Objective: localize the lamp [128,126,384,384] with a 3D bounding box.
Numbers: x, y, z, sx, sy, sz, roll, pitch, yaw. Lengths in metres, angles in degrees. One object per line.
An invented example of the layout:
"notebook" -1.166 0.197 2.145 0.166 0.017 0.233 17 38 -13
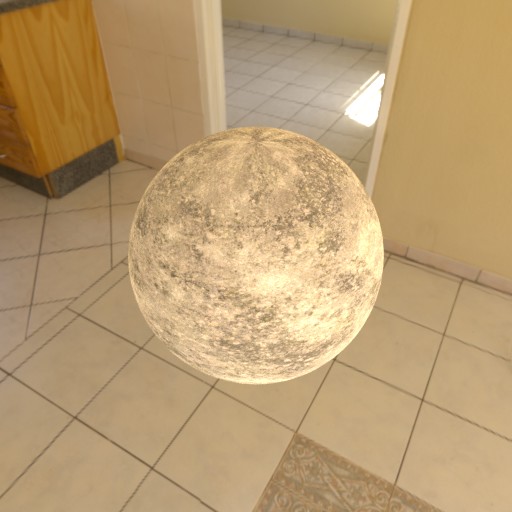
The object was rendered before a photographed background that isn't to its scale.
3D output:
"lamp" 0.000 0.000 0.762 0.422 0.429 0.422 0 42 0
